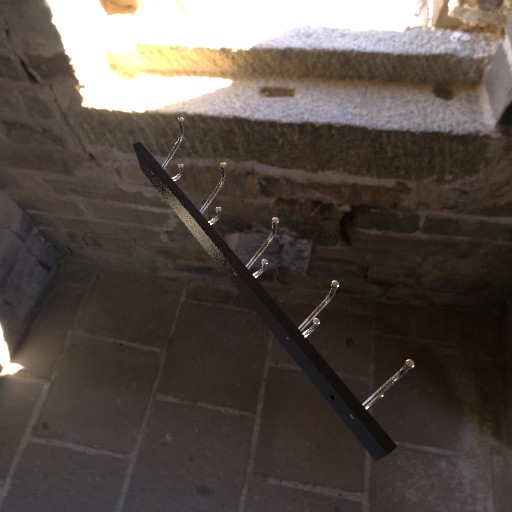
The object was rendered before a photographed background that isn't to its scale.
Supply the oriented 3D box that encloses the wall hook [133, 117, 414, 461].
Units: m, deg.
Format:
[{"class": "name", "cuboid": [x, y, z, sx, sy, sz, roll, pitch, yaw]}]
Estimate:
[{"class": "wall hook", "cuboid": [0.000, 0.000, 0.607, 0.071, 0.117, 0.571, -32, 64, -18]}]
